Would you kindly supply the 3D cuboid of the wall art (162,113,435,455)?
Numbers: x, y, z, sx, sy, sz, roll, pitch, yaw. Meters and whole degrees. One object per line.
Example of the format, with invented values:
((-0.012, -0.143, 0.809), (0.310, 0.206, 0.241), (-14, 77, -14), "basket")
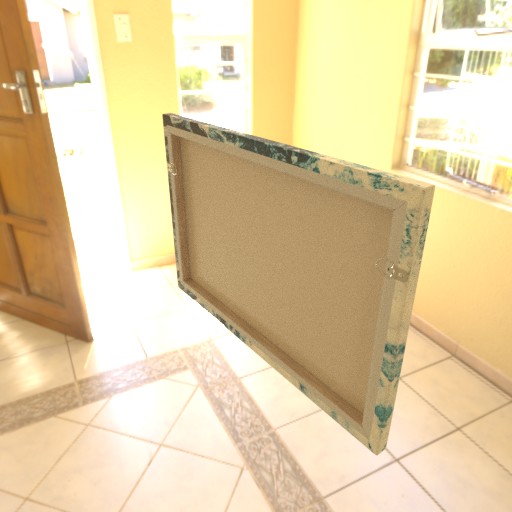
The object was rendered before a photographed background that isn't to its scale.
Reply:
((0.000, 0.000, 1.941), (0.055, 1.017, 1.524), (-19, 32, -33), "wall art")
